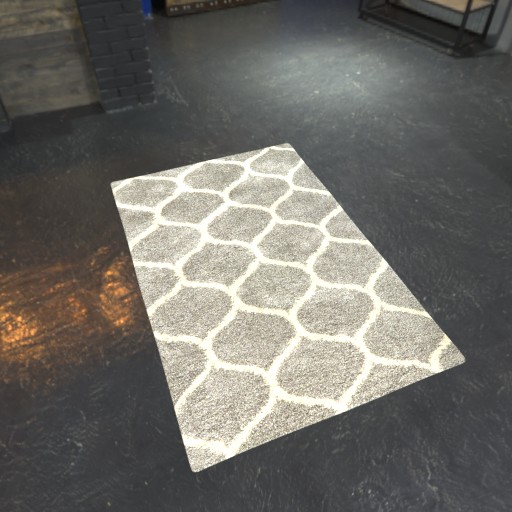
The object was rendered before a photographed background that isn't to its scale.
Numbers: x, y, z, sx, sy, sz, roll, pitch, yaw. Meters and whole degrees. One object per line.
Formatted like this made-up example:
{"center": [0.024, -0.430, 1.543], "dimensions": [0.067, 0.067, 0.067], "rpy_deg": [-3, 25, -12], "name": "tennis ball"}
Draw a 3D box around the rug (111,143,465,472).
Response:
{"center": [0.000, 0.000, 3.437], "dimensions": [1.801, 0.026, 2.701], "rpy_deg": [-16, 49, -15], "name": "rug"}
